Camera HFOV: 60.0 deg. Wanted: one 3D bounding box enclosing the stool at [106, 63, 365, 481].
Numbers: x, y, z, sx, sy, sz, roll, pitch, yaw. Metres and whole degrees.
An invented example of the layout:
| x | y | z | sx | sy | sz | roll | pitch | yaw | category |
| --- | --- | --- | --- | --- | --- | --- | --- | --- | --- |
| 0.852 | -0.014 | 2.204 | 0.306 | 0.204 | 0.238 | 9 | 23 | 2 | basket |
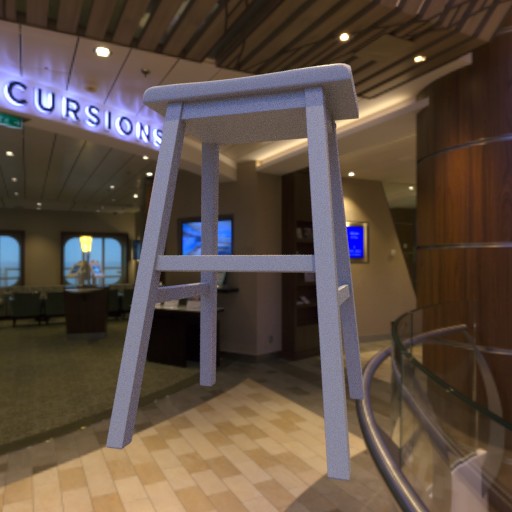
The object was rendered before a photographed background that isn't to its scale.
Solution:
| x | y | z | sx | sy | sz | roll | pitch | yaw | category |
| --- | --- | --- | --- | --- | --- | --- | --- | --- | --- |
| 0.000 | 0.000 | 1.015 | 0.457 | 0.737 | 0.476 | 0 | -1 | 17 | stool |
